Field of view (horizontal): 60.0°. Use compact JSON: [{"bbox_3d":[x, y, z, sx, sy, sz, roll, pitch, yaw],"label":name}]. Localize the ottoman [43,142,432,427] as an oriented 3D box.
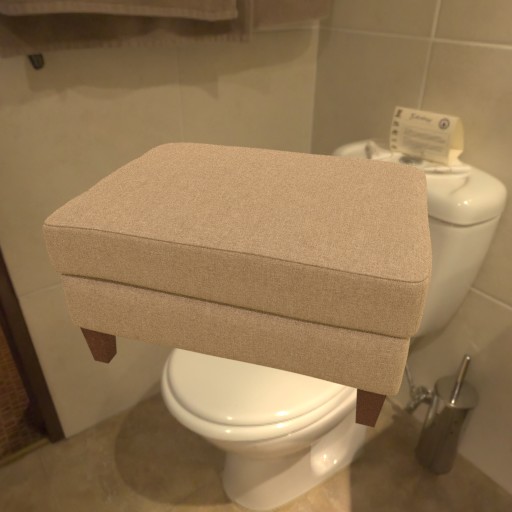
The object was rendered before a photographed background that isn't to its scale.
[{"bbox_3d":[0.000,0.000,1.307,0.898,0.519,0.677,9,33,14],"label":"ottoman"}]
